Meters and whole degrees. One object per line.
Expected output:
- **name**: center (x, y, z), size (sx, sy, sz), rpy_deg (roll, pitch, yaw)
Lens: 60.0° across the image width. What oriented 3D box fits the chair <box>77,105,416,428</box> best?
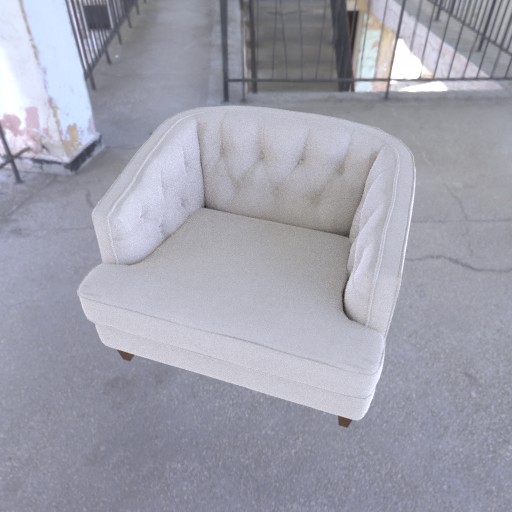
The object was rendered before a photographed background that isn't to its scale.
- **chair**: center (0.000, 0.000, 1.794), size (1.104, 0.852, 0.941), rpy_deg (13, 43, 14)
